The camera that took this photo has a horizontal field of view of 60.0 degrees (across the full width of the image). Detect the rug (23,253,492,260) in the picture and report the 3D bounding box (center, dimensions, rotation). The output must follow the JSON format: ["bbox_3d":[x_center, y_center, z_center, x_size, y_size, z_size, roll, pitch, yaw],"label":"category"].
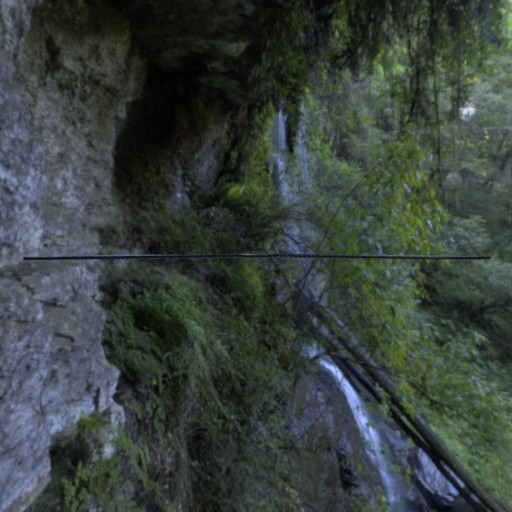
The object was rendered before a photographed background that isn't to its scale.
[{"bbox_3d":[0.000,0.000,2.256,1.793,0.025,1.159,0,0,-1],"label":"rug"}]
